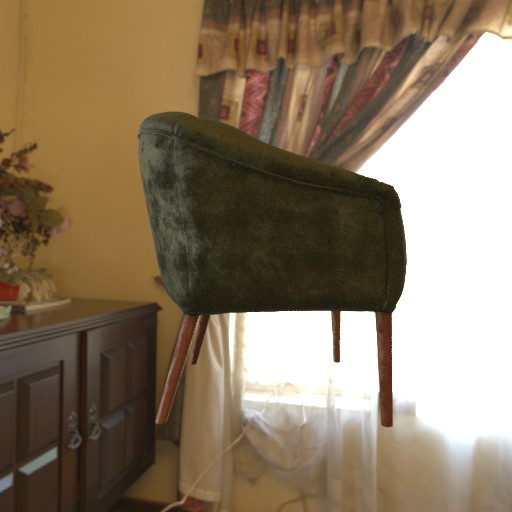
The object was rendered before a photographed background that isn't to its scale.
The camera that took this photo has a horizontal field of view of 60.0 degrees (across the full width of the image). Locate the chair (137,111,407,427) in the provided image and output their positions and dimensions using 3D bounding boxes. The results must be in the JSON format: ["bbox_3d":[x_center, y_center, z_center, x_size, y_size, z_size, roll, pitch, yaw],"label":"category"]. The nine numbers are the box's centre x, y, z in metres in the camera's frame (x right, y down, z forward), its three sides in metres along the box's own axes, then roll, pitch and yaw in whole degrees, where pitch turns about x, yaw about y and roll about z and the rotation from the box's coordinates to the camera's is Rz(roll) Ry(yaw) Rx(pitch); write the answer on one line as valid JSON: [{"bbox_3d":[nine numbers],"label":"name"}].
[{"bbox_3d":[0.000,0.000,1.501,0.776,0.885,0.851,0,0,0],"label":"chair"}]
